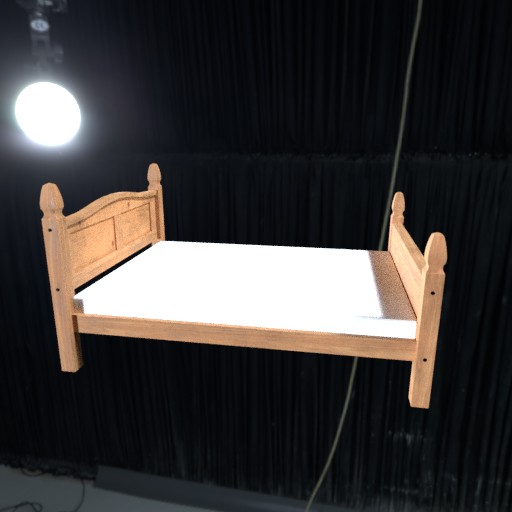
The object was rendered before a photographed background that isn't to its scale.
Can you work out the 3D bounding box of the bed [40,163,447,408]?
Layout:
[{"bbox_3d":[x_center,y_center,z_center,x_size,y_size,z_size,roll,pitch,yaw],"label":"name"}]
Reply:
[{"bbox_3d":[0.000,0.000,2.997,2.069,1.100,1.490,3,16,10],"label":"bed"}]
